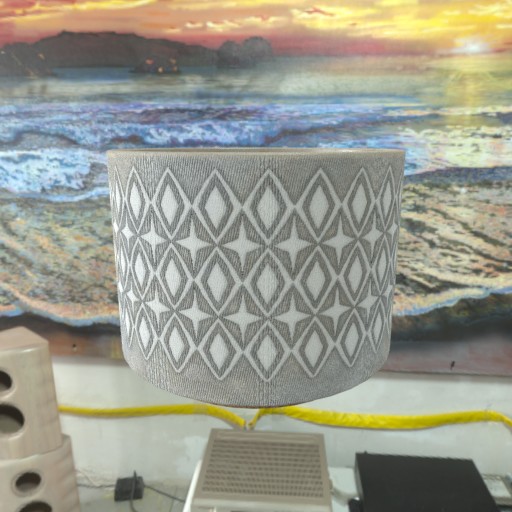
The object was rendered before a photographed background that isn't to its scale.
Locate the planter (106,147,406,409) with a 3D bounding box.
[{"bbox_3d":[0.000,0.000,0.271,0.164,0.127,0.164,0,14,0],"label":"planter"}]
